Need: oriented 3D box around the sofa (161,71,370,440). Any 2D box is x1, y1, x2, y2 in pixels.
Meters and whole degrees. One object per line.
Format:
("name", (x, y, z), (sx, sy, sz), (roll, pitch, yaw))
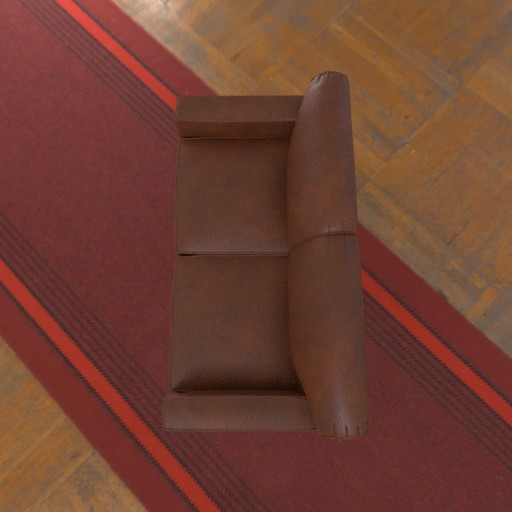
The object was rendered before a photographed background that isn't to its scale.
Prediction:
("sofa", (0.000, 0.000, 2.510), (1.000, 0.966, 1.856), (0, 76, 0))
